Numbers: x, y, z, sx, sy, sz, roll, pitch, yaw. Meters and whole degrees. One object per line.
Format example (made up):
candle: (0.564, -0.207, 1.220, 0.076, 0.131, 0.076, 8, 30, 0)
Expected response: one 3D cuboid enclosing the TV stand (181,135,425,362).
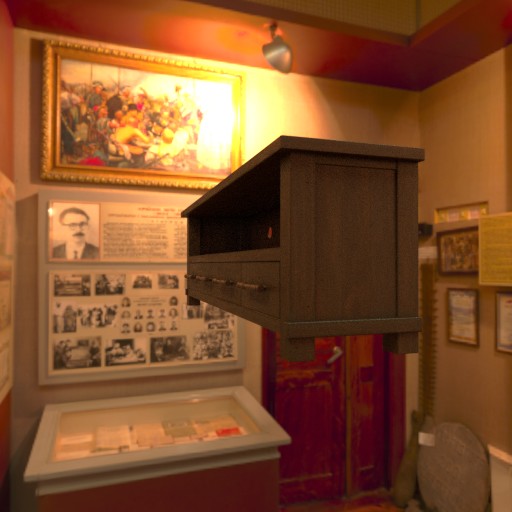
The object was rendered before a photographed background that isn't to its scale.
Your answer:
TV stand: (0.000, 0.000, 2.134, 0.471, 0.615, 1.866, 0, -1, -18)
